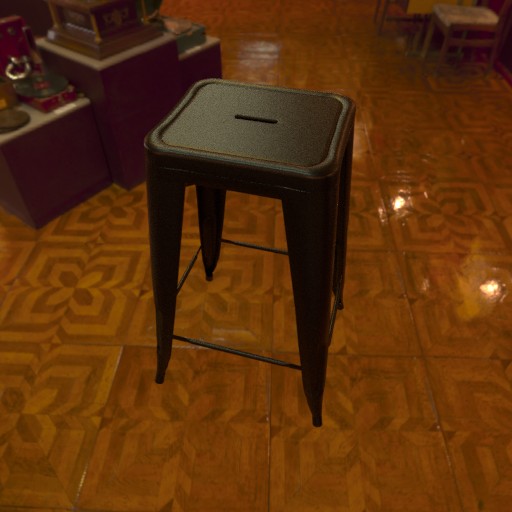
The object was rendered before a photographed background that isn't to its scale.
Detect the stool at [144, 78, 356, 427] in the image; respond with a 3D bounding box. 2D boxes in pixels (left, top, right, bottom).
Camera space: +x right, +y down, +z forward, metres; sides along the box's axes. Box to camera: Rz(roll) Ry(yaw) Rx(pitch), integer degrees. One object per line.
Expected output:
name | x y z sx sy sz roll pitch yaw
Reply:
stool | 0.000 0.000 0.906 0.455 0.609 0.423 3 45 3
